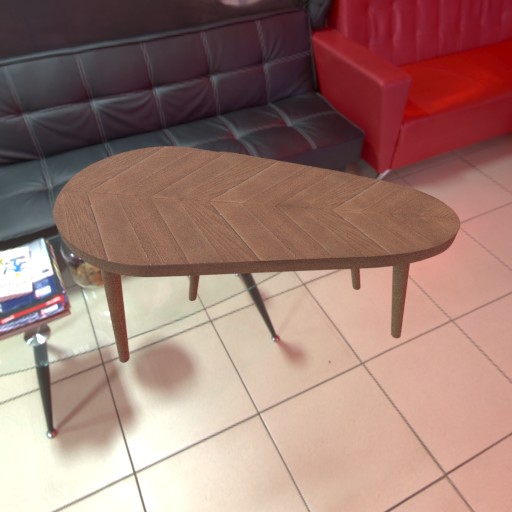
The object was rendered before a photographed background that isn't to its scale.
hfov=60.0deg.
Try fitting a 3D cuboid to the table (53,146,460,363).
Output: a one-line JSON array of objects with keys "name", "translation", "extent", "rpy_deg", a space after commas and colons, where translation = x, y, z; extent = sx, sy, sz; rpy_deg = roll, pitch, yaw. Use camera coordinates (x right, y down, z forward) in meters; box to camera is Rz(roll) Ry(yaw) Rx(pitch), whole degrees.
[{"name": "table", "translation": [0.000, 0.000, 1.580], "extent": [1.190, 0.595, 0.701], "rpy_deg": [5, 46, 4]}]
